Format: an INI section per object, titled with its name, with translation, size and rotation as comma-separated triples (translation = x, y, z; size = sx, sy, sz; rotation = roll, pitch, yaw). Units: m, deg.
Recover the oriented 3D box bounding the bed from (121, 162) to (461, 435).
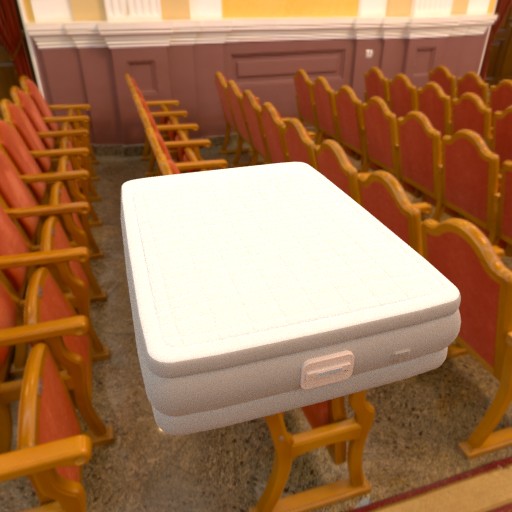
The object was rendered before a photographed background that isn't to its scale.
[bed]
translation = 0.000, 0.000, 2.690
size = 1.520, 0.460, 2.036
rotation = -9, 33, -15
